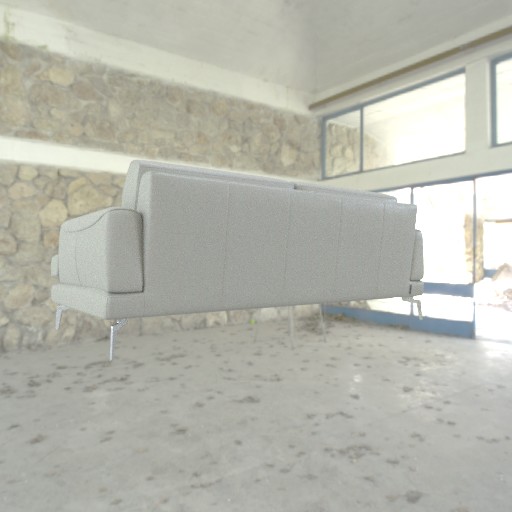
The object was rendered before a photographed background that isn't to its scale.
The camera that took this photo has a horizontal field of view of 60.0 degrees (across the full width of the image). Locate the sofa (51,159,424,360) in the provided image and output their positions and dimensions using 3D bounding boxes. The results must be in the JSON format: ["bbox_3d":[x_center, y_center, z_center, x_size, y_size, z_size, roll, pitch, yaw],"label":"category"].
[{"bbox_3d":[0.000,0.000,2.462,1.940,0.765,0.974,1,-1,-36],"label":"sofa"}]
